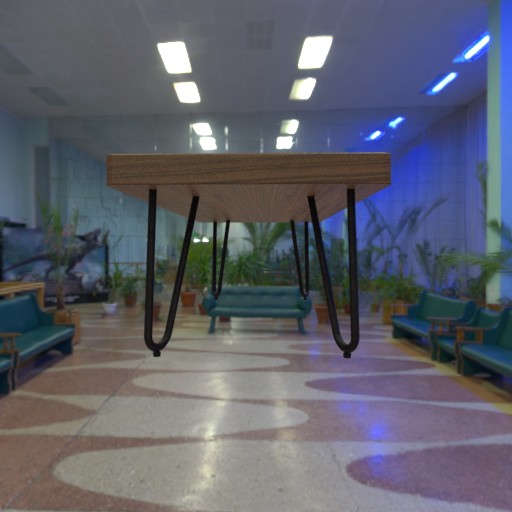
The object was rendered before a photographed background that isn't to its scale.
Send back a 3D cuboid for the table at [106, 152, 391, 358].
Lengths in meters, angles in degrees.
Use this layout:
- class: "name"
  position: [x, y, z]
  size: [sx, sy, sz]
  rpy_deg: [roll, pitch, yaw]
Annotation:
- class: "table"
  position: [0.000, 0.000, 1.653]
  size: [0.637, 0.468, 1.375]
  rpy_deg: [0, 1, 2]
